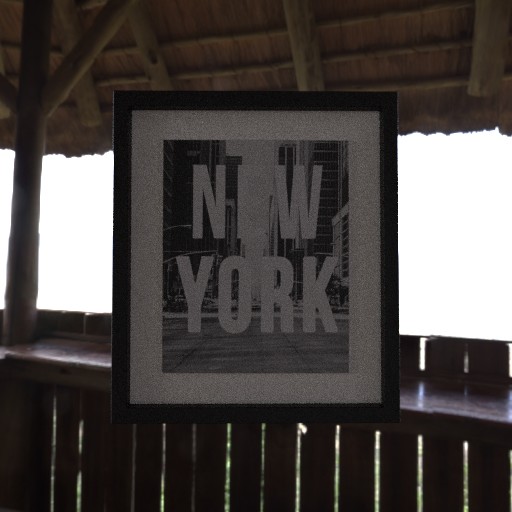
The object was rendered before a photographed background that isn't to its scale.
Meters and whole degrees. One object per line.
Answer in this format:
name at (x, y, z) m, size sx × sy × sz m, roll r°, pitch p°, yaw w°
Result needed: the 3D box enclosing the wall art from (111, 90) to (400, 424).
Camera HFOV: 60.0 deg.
wall art at (0.000, 0.000, 0.520) m, size 0.328 × 0.381 × 0.028 m, roll 0°, pitch -1°, yaw -1°
